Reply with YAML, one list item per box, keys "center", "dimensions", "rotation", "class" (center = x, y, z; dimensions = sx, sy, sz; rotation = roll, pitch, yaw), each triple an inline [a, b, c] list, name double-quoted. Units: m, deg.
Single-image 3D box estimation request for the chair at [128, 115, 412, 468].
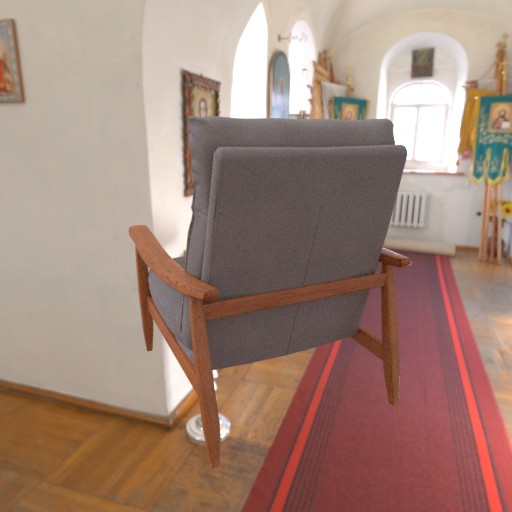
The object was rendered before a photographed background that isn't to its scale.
- center: [0.000, 0.000, 1.568]
  dimensions: [0.782, 0.922, 0.816]
  rotation: [-8, 17, -25]
  class: "chair"
